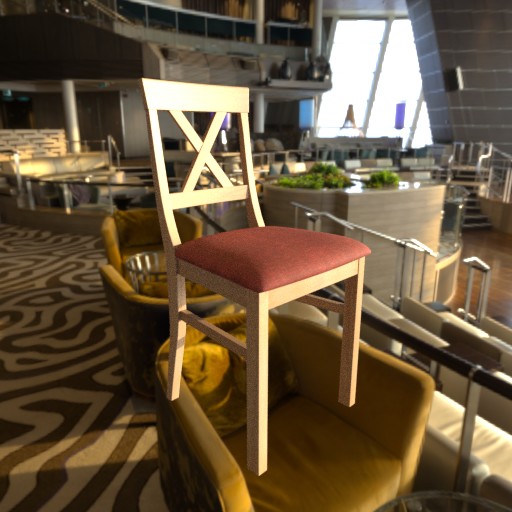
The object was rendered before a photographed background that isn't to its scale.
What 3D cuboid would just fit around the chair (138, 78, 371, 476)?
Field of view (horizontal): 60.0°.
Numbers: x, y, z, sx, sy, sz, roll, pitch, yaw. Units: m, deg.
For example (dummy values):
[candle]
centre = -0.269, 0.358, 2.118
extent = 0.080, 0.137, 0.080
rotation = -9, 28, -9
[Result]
[chair]
centre = 0.000, 0.000, 1.211
extent = 0.492, 0.912, 0.439
rotation = 15, 22, 43
